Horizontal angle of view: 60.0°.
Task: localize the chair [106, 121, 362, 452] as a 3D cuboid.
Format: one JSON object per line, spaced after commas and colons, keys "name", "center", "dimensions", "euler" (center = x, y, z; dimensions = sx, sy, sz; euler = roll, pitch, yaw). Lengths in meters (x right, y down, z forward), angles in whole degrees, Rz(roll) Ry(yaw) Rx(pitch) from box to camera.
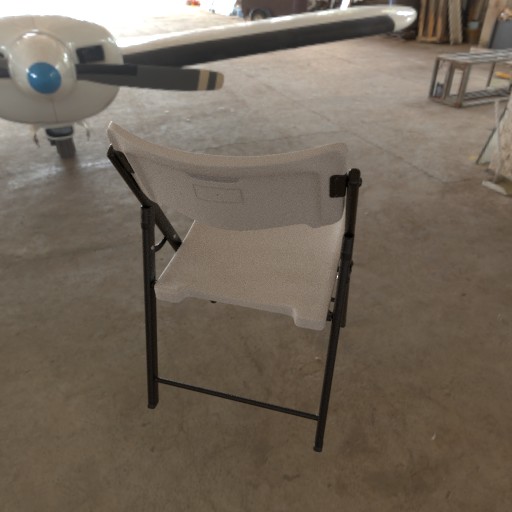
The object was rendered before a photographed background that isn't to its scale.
{"name": "chair", "center": [0.000, 0.000, 1.119], "dimensions": [0.482, 0.765, 0.577], "euler": [9, 34, 14]}
